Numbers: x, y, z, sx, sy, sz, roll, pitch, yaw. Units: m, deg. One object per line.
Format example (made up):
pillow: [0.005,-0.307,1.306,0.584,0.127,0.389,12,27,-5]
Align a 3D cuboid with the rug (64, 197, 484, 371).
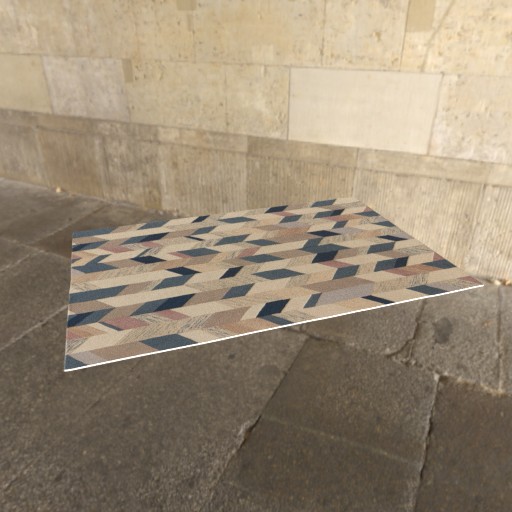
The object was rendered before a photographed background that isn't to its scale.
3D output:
rug: [0.000,0.000,2.288,1.813,0.006,1.202,-9,30,-16]
